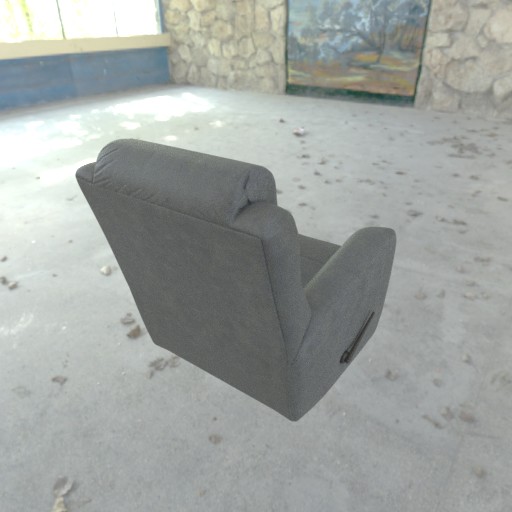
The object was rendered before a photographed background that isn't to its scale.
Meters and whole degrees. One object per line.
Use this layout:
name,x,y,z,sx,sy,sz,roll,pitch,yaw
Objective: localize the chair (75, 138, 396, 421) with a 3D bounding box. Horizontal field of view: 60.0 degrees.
chair,0.000,0.000,1.953,0.967,1.116,1.068,20,35,31
